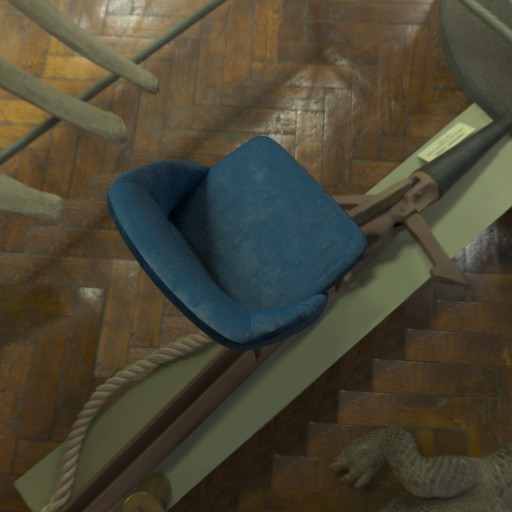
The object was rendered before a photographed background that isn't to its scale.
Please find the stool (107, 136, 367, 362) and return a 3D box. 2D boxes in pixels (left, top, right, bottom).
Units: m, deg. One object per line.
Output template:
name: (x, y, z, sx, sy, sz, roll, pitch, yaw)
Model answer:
stool: (0.000, 0.000, 1.323, 0.515, 1.016, 0.514, -40, 79, -9)
